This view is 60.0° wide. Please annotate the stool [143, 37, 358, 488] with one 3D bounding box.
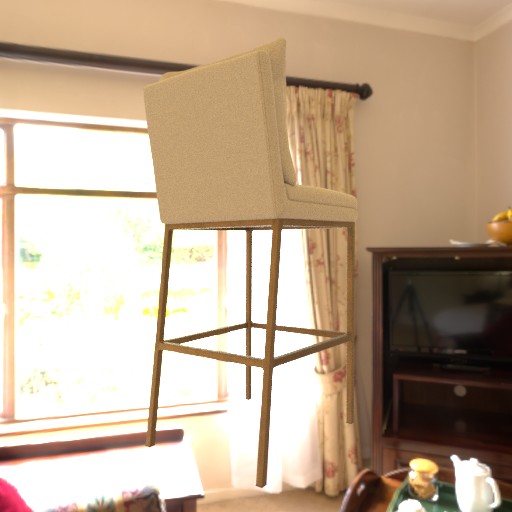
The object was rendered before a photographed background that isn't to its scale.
[{"bbox_3d":[0.000,0.000,1.407,0.463,1.125,0.572,0,0,35],"label":"stool"}]
